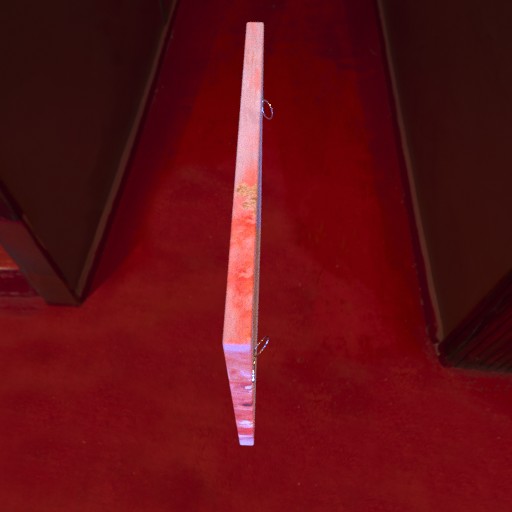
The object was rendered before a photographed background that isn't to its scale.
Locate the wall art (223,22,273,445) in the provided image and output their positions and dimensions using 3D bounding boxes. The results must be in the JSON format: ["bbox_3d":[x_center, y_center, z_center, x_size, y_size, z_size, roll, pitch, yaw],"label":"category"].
[{"bbox_3d":[0.000,0.000,1.090,0.064,0.746,0.747,2,58,1],"label":"wall art"}]
